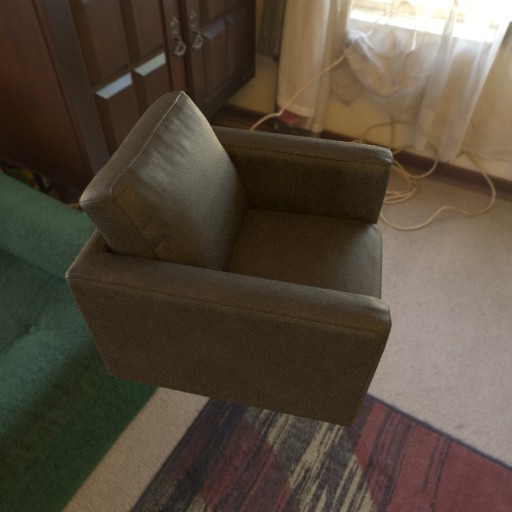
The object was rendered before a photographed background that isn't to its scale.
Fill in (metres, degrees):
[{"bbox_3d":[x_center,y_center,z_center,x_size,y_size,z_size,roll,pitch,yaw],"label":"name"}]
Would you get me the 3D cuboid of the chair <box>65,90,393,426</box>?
[{"bbox_3d":[0.000,0.000,1.534,0.879,0.898,0.831,9,47,8],"label":"chair"}]
